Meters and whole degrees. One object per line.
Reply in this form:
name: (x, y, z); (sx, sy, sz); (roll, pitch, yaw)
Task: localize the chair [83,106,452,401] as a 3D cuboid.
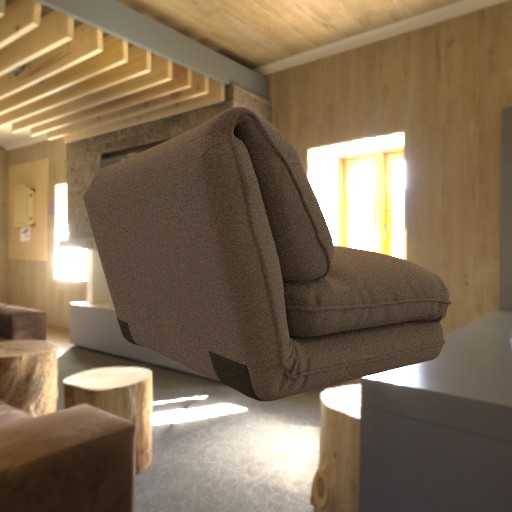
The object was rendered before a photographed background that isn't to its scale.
chair: (0.000, 0.000, 1.301); (0.780, 0.580, 0.820); (-1, 1, -37)
